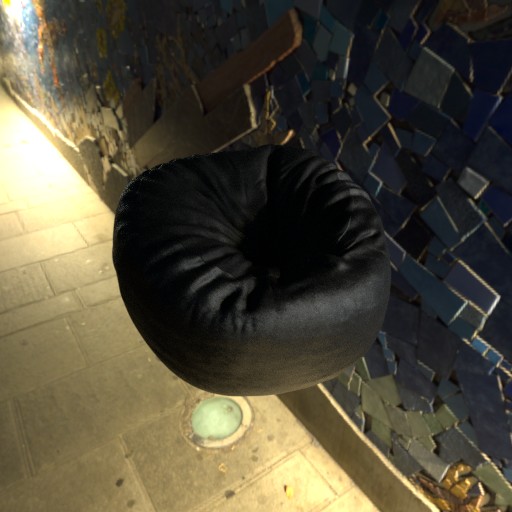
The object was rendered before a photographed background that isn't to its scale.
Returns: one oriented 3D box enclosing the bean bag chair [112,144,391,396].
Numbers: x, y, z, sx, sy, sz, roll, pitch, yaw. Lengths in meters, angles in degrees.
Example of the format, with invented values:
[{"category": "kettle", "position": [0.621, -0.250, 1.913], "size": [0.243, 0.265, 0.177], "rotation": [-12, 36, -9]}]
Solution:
[{"category": "bean bag chair", "position": [0.000, 0.000, 2.488], "size": [1.524, 0.878, 1.524], "rotation": [-10, 34, -15]}]
